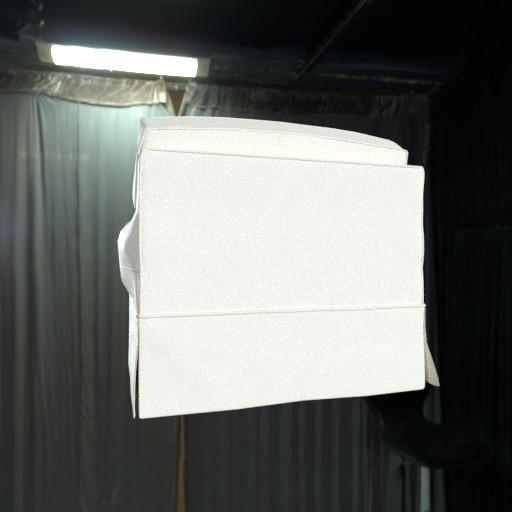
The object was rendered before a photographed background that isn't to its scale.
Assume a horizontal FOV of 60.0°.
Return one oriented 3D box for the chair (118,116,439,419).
[{"bbox_3d":[0.000,0.000,1.840,1.099,0.958,0.904,0,0,-17],"label":"chair"}]
